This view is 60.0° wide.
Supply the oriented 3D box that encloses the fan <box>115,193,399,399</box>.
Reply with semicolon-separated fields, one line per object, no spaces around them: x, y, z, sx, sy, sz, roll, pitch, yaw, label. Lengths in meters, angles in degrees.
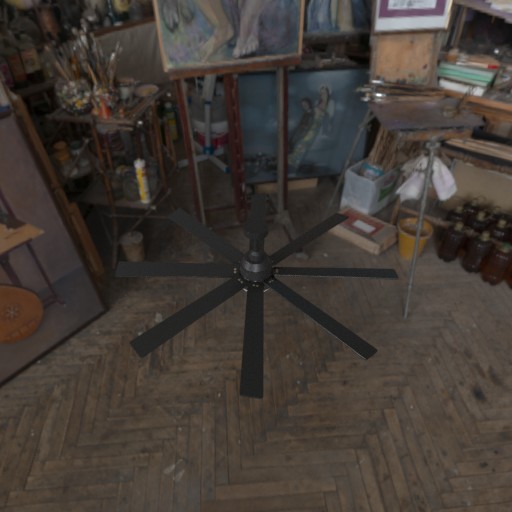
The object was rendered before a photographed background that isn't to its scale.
0.000;0.000;2.809;1.830;0.472;1.830;1;41;1;fan
